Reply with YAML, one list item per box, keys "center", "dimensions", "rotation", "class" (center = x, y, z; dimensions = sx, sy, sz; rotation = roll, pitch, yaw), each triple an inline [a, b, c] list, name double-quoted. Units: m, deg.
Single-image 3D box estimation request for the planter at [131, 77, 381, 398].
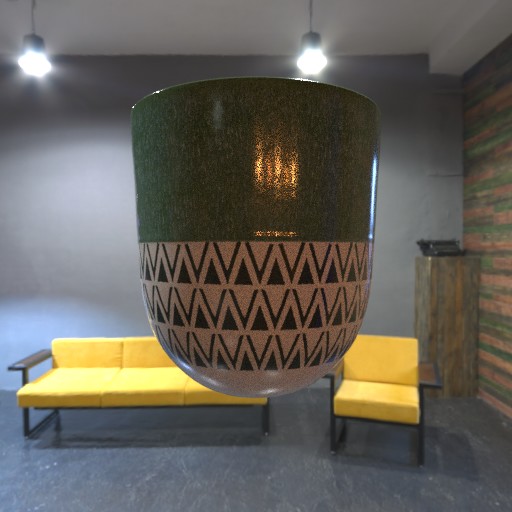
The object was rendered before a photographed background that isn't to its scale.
- center: [0.000, 0.000, 0.359]
  dimensions: [0.195, 0.214, 0.195]
  rotation: [0, 1, 0]
  class: "planter"
